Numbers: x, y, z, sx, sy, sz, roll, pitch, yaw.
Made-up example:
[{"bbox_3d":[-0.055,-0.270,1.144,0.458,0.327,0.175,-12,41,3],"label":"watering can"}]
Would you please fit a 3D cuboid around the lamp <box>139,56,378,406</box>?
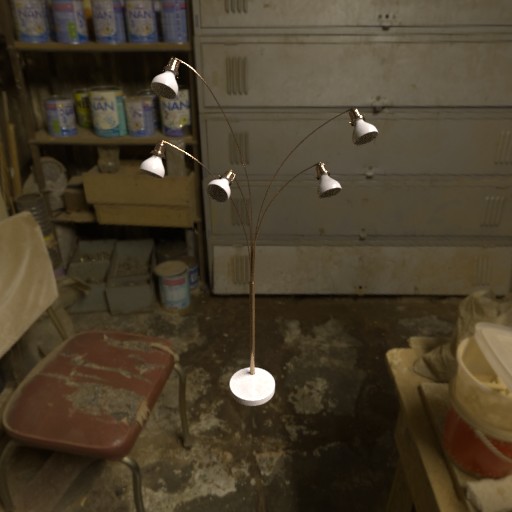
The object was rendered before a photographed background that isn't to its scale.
[{"bbox_3d":[0.000,0.000,2.965,1.405,2.423,0.361,1,29,2],"label":"lamp"}]
